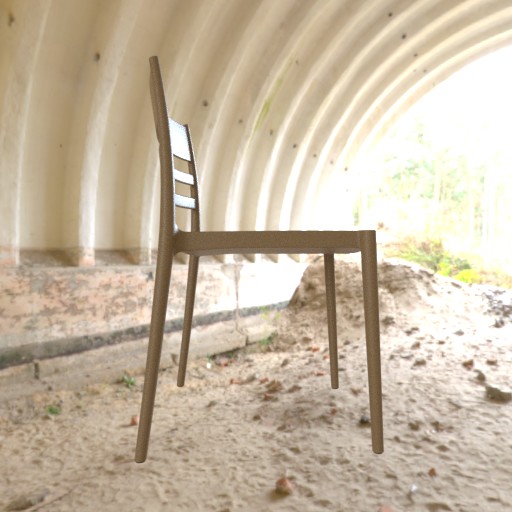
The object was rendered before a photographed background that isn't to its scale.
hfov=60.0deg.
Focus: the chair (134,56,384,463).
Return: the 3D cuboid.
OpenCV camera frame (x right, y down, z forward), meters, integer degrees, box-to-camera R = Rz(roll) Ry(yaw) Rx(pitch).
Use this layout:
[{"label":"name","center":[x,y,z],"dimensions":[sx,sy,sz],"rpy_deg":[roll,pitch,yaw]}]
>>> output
[{"label":"chair","center":[0.000,0.000,1.121],"dimensions":[0.511,0.800,0.531],"rpy_deg":[0,0,-1]}]
